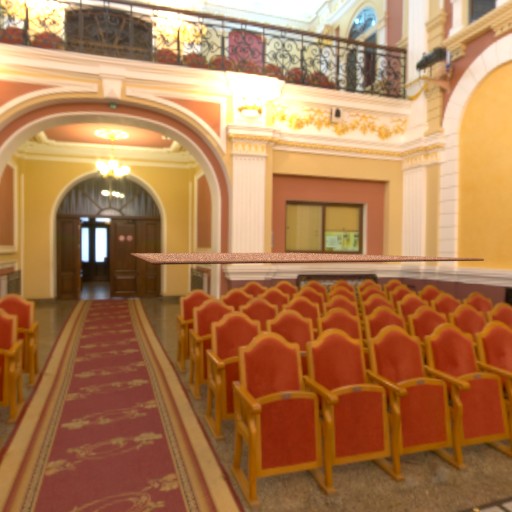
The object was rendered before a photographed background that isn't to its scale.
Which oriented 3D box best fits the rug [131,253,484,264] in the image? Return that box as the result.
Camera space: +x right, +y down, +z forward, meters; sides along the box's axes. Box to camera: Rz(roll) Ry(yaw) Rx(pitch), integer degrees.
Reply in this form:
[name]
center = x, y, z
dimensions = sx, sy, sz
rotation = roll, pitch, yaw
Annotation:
[rug]
center = 0.000, 0.000, 2.931
dimensions = 1.524, 0.011, 2.286
rotation = 0, 1, -18
